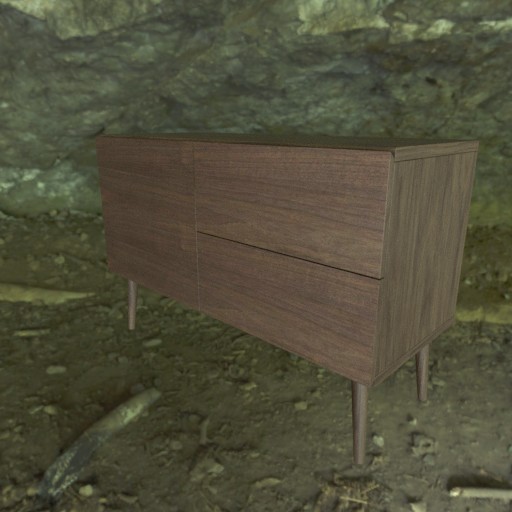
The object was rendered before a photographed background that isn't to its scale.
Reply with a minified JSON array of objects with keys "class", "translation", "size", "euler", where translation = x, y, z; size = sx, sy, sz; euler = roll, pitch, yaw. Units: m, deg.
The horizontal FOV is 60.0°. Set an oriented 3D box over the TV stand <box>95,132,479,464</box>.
[{"class":"TV stand","translation":[0.000,0.000,1.271],"size":[0.990,0.660,0.405],"euler":[16,23,42]}]
